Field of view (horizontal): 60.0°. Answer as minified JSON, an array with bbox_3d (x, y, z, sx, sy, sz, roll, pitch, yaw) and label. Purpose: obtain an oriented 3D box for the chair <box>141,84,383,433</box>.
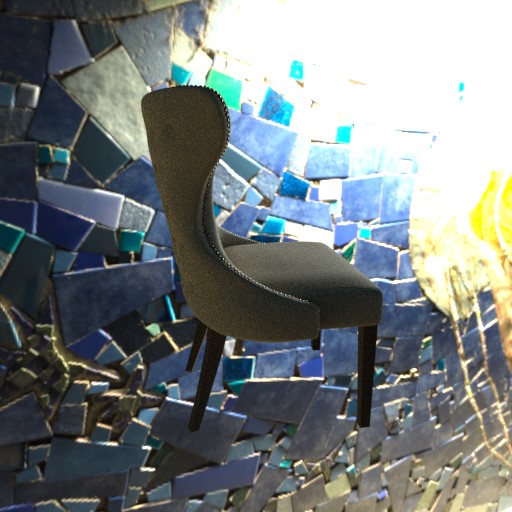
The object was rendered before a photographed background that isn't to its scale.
[{"bbox_3d":[0.000,0.000,1.395,0.635,0.967,0.628,-3,17,-10],"label":"chair"}]
